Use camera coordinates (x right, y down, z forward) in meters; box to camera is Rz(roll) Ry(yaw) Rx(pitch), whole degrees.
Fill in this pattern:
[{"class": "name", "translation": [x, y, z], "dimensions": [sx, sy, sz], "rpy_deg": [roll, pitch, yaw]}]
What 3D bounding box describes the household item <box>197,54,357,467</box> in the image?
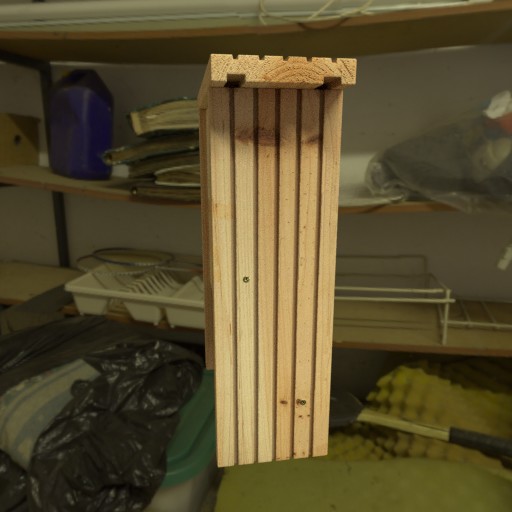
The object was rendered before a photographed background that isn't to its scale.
[{"class": "household item", "translation": [0.000, 0.000, 0.554], "dimensions": [0.123, 0.407, 0.301], "rpy_deg": [-2, 14, -9]}]
